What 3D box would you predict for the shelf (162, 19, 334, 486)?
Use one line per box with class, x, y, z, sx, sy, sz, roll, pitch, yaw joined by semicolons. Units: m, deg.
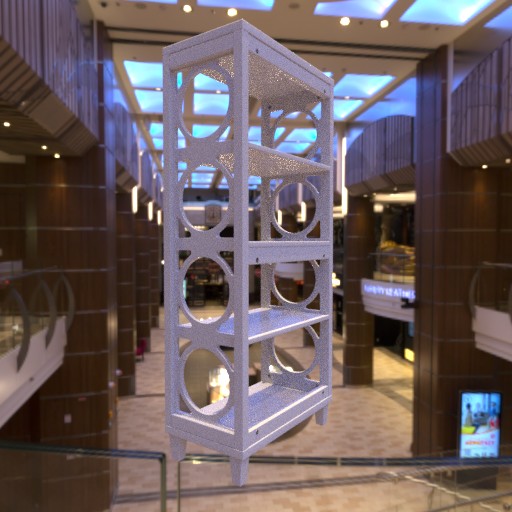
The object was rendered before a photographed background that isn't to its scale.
shelf;0.000;0.000;1.664;0.340;1.411;0.611;1;2;36
